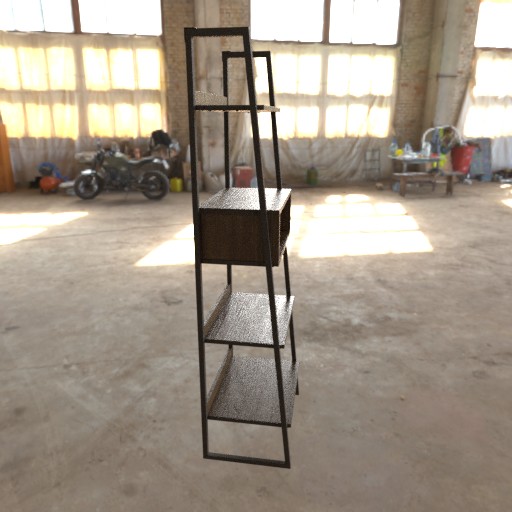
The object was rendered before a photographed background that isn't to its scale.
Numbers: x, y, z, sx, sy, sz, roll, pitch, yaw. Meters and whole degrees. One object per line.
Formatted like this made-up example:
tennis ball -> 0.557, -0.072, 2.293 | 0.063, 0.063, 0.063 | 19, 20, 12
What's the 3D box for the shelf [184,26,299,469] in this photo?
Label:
shelf -> 0.000, 0.000, 2.257 | 0.454, 2.005, 0.652 | 3, 17, 9
